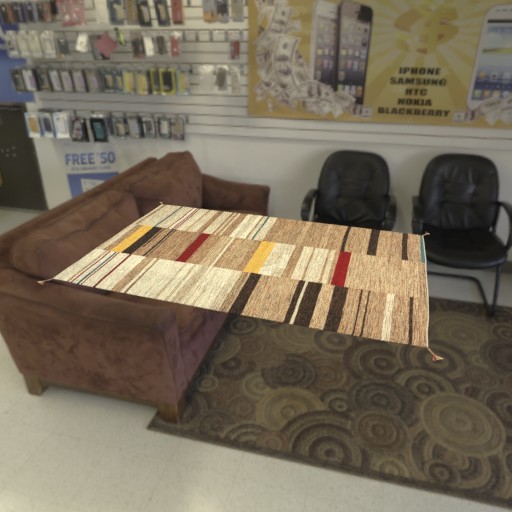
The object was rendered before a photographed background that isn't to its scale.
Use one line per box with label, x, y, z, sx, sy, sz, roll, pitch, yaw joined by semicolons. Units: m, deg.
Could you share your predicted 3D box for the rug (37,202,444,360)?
rug;0.000;0.000;2.488;1.918;0.007;1.268;8;28;16
